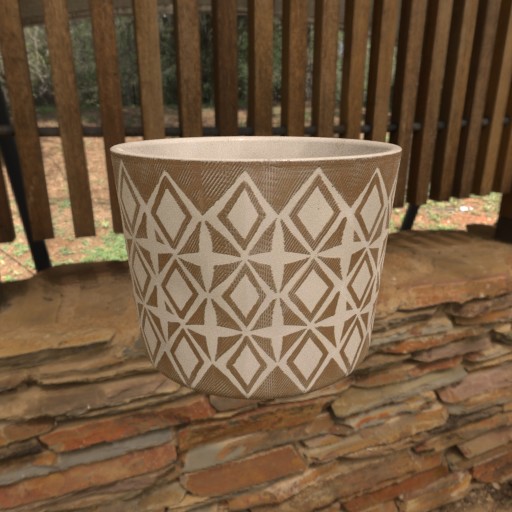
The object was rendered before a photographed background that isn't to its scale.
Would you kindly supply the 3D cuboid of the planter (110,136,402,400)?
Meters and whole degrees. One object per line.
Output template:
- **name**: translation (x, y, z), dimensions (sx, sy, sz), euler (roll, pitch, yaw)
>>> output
- **planter**: translation (0.000, 0.000, 0.448), dimensions (0.260, 0.220, 0.260), euler (0, 18, 0)
